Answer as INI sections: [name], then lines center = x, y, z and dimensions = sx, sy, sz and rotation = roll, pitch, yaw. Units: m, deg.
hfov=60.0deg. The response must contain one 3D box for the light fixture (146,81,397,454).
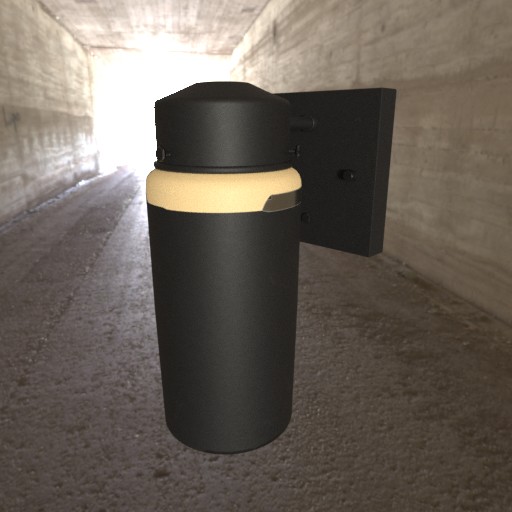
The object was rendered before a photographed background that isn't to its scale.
[light fixture]
center = 0.000, 0.000, 0.358
dimensions = 0.130, 0.257, 0.176
rotation = 16, 23, 42
